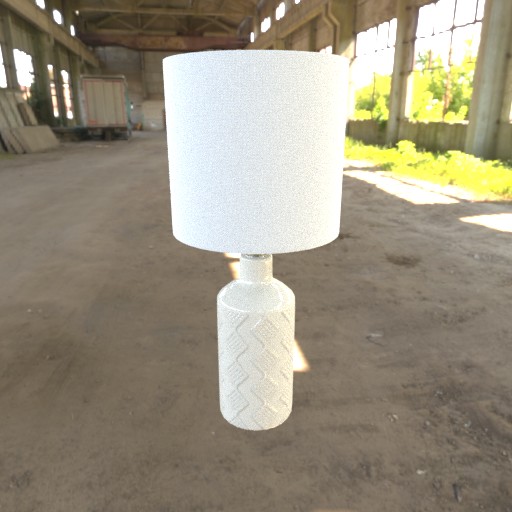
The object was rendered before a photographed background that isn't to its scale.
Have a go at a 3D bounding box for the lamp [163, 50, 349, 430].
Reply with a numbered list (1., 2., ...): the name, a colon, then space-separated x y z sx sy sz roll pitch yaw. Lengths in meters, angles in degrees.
1. lamp: 0.000 0.000 0.572 0.207 0.461 0.207 -17 25 -42
